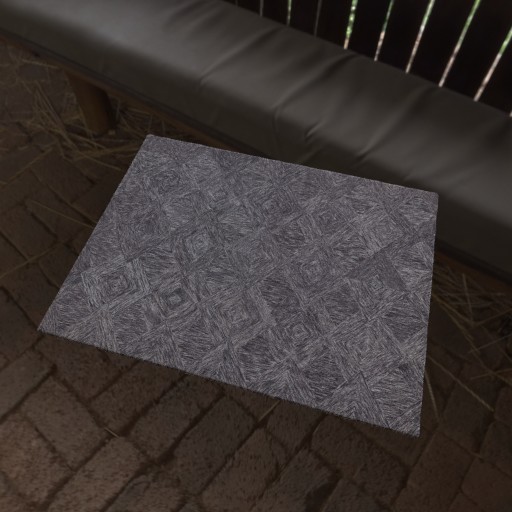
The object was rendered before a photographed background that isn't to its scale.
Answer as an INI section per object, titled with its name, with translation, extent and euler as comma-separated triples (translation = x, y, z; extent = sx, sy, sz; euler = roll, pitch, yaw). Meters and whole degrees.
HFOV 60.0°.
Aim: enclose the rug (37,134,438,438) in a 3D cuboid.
[rug]
translation = 0.000, 0.000, 4.148
extent = 3.204, 0.017, 2.448
euler = 13, 59, 8
